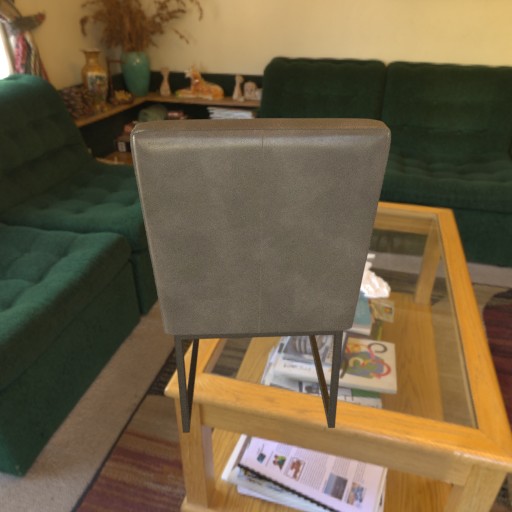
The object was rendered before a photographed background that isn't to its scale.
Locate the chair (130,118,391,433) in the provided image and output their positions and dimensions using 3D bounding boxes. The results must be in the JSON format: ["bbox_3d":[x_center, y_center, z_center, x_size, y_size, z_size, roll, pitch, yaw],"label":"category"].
[{"bbox_3d":[0.000,0.000,1.334,0.520,0.930,0.634,-1,30,-2],"label":"chair"}]
